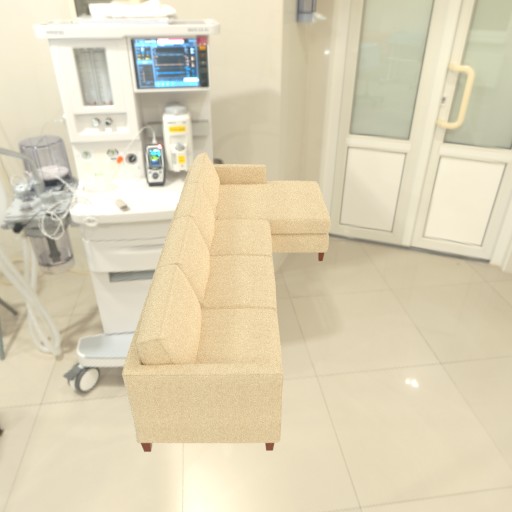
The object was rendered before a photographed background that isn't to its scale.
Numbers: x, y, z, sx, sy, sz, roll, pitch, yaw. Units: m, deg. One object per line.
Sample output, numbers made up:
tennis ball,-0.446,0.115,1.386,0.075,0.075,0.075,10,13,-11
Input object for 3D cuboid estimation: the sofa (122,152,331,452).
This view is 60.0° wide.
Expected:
sofa,0.000,0.000,4.118,1.603,0.954,3.471,0,31,-1
